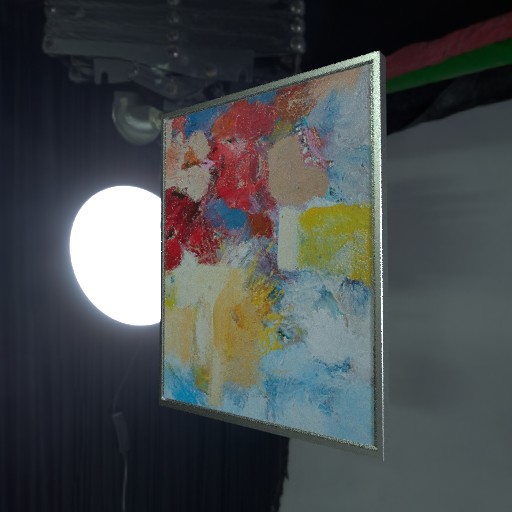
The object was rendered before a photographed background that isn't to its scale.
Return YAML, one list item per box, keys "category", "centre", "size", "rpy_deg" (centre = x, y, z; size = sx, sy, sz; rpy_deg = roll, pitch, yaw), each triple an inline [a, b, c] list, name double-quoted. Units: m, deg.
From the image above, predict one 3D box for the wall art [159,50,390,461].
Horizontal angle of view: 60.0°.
- category: "wall art"
  centre: [0.000, 0.000, 0.752]
  size: [0.444, 0.569, 0.025]
  rpy_deg: [-1, -2, 35]
